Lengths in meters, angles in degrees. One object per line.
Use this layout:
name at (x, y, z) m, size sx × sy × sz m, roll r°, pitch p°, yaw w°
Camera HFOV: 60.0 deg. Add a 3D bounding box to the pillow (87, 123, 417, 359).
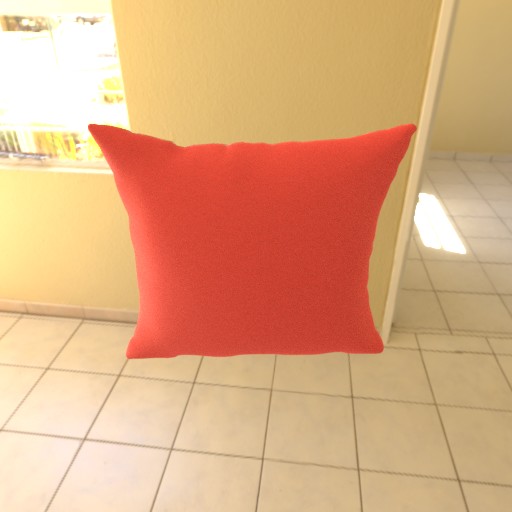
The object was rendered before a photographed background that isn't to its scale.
pillow at (0.000, 0.000, 0.840) m, size 0.559 × 0.501 × 0.229 m, roll -1°, pitch 30°, yaw -2°
